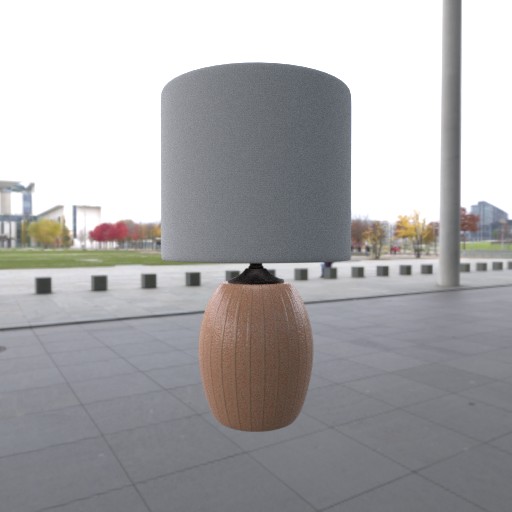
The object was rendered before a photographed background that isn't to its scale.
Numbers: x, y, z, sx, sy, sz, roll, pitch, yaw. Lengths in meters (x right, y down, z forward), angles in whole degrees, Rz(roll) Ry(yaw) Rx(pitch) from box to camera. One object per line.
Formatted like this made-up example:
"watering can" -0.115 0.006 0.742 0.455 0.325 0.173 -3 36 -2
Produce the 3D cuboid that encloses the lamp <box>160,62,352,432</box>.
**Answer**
"lamp" 0.000 0.000 0.785 0.329 0.570 0.329 0 1 0
